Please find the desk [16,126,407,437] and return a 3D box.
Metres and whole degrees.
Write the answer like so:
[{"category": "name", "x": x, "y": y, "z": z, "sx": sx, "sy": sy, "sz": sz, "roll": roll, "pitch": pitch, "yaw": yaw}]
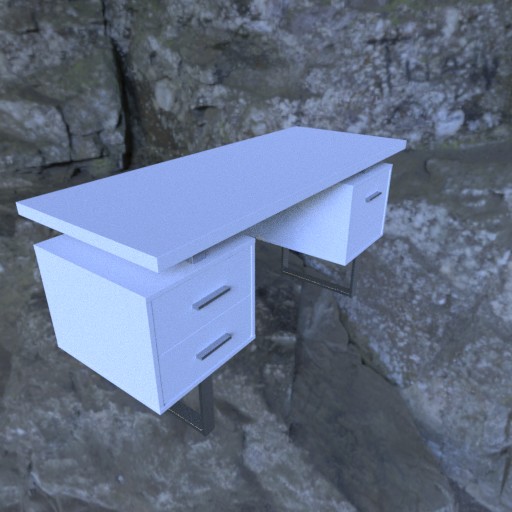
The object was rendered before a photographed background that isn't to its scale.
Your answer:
[{"category": "desk", "x": 0.000, "y": 0.000, "z": 1.844, "sx": 0.603, "sy": 0.773, "sz": 1.530, "roll": 18, "pitch": 32, "yaw": 33}]
